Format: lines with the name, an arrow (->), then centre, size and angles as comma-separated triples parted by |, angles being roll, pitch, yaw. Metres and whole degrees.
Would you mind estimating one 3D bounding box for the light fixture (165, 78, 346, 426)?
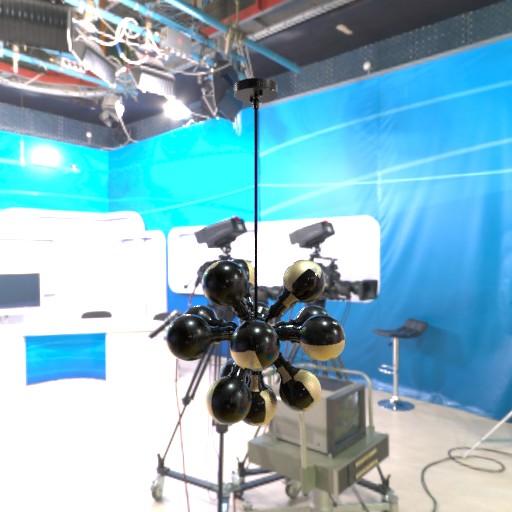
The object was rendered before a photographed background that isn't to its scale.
light fixture -> 0.000, 0.000, 1.125 | 0.420, 0.859, 0.468 | 0, 0, 1
